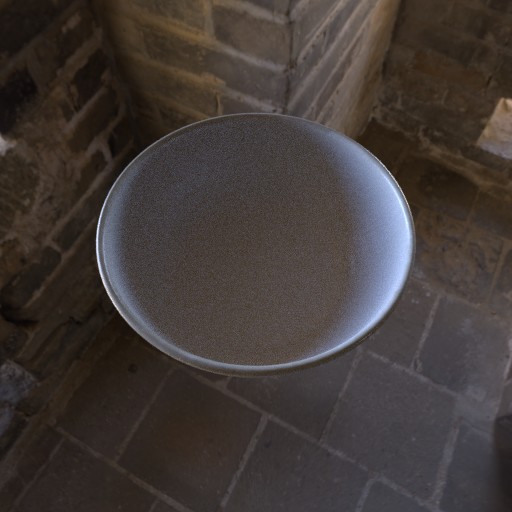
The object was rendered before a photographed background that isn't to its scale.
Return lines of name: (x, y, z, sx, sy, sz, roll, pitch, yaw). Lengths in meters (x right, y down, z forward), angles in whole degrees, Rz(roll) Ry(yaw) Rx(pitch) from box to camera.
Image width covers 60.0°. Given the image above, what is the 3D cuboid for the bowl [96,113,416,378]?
bowl: (0.000, 0.000, 0.427, 0.268, 0.121, 0.268, 0, 58, 0)
